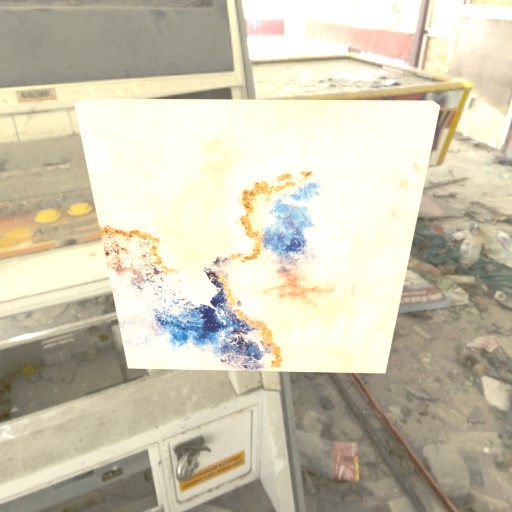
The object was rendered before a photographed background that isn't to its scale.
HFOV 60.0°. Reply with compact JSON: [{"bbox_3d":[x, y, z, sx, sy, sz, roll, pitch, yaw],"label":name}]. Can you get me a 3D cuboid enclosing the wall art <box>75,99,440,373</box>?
[{"bbox_3d":[0.000,0.000,1.583,1.061,1.061,0.071,1,31,1],"label":"wall art"}]
